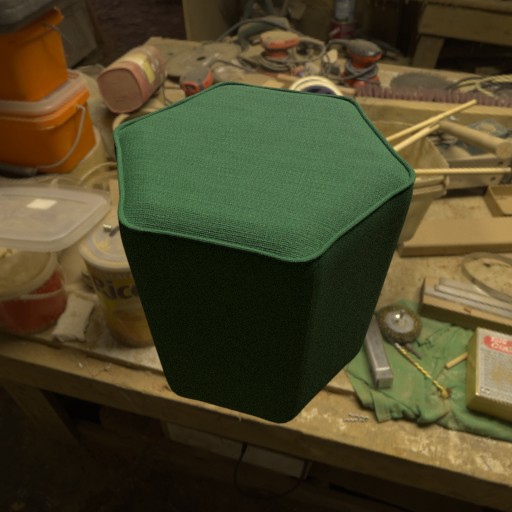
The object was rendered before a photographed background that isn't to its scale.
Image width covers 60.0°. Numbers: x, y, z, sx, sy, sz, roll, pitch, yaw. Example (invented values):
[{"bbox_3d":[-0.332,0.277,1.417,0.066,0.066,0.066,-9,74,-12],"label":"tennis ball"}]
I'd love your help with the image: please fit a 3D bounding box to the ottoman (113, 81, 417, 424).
[{"bbox_3d":[0.000,0.000,0.873,0.499,0.507,0.444,12,48,11],"label":"ottoman"}]
